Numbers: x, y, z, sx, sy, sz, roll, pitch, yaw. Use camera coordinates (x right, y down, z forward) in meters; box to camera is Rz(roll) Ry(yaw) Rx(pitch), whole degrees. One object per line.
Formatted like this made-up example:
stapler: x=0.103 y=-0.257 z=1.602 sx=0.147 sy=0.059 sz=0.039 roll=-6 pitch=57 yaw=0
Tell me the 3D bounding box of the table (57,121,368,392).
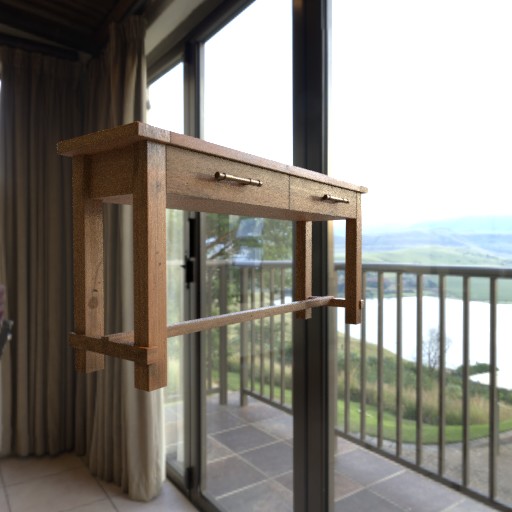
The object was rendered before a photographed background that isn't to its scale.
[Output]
table: x=0.000 y=0.000 z=1.971 sx=0.442 sy=0.762 sz=1.599 roll=1 pitch=1 yaw=37
